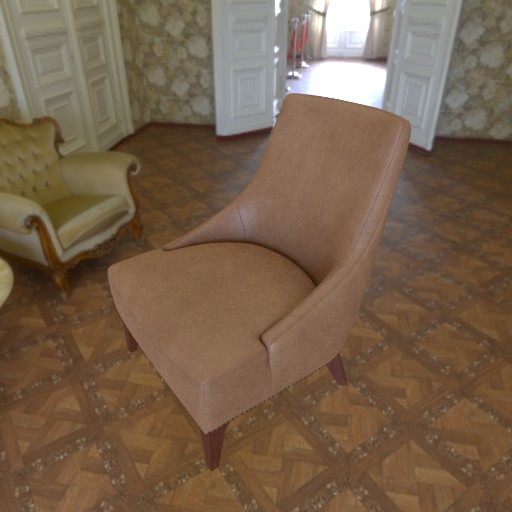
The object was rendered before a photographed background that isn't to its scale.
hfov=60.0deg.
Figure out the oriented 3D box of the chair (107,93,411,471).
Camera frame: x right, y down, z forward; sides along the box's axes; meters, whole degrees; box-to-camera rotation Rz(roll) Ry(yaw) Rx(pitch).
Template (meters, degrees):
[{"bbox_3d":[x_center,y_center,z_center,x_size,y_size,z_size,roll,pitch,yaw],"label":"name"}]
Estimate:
[{"bbox_3d":[0.000,0.000,1.501,0.861,0.909,0.701,-20,36,-30],"label":"chair"}]
